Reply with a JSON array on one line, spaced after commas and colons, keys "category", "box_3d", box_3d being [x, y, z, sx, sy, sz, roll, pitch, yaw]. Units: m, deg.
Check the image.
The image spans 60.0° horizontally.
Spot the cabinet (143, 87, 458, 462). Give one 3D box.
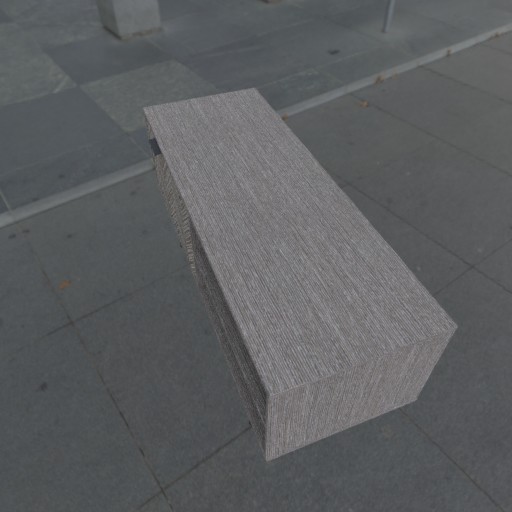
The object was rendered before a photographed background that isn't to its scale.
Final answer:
[{"category": "cabinet", "box_3d": [0.000, 0.000, 1.601, 0.500, 0.599, 1.300, -16, 48, -15]}]
